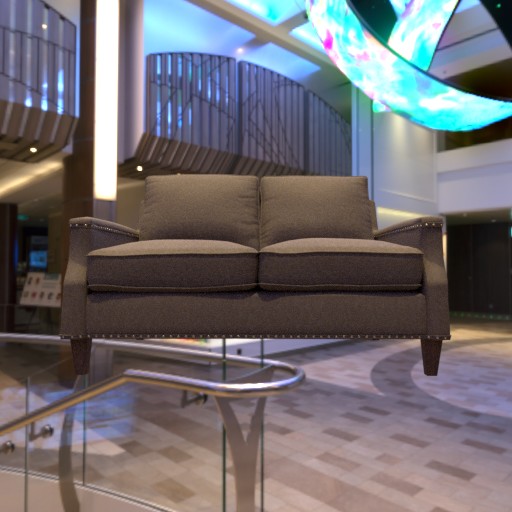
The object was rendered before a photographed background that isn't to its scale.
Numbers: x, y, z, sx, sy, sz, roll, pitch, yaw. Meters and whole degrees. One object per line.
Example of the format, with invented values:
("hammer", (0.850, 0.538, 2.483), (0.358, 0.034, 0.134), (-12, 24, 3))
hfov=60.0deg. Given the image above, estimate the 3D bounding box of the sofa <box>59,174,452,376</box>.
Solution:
("sofa", (0.000, 0.000, 2.316), (1.597, 1.003, 1.084), (0, -2, 1))
